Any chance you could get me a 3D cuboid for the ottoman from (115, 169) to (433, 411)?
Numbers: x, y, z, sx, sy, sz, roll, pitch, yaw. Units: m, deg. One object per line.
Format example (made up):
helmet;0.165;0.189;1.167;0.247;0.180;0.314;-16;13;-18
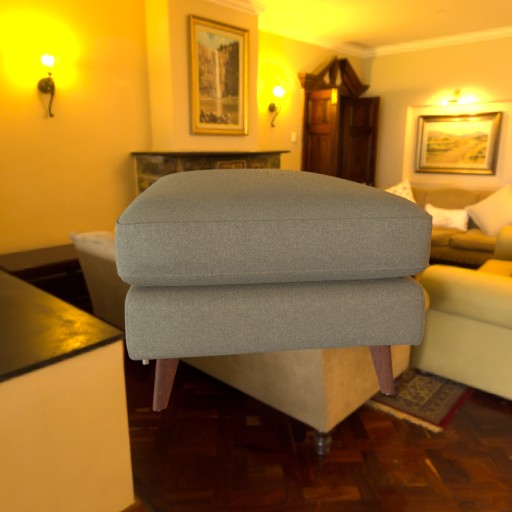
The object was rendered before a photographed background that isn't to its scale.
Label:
ottoman;0.000;0.000;1.196;0.608;0.449;0.811;-2;14;-7
